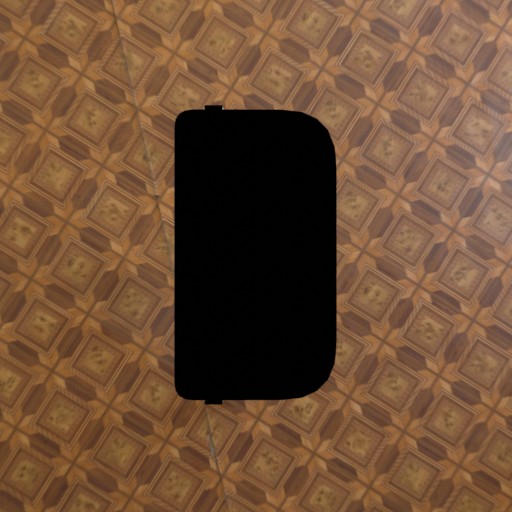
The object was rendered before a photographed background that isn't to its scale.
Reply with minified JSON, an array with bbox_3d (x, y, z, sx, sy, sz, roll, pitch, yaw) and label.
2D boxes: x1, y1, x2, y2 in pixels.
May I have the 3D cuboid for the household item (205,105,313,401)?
[{"bbox_3d":[0.000,0.000,0.142,0.038,0.114,0.070,0,90,-1],"label":"household item"}]
